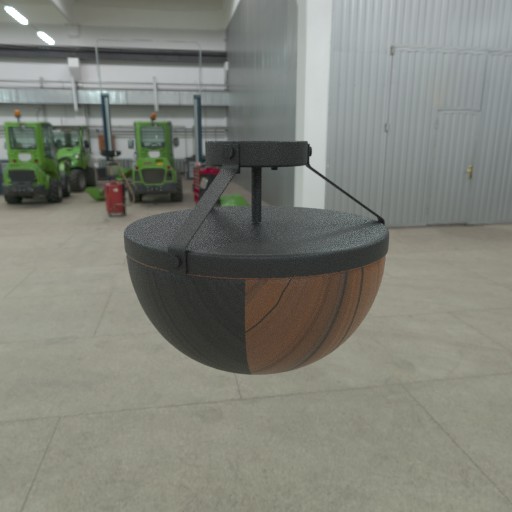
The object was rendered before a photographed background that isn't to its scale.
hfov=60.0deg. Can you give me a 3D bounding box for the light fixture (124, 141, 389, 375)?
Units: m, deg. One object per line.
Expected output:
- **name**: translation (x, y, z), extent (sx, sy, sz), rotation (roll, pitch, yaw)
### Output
- **light fixture**: translation (0.000, 0.000, 0.536), extent (0.304, 0.269, 0.304), rotation (0, 14, 0)
